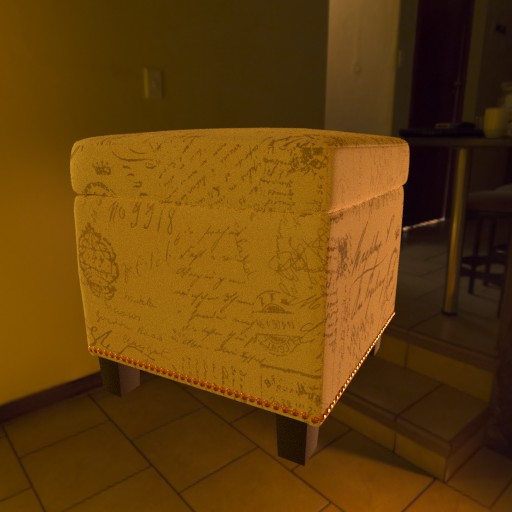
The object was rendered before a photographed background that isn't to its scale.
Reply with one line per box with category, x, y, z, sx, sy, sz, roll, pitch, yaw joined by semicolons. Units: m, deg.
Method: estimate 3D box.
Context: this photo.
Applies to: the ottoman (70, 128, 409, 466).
ottoman;0.000;0.000;0.826;0.449;0.457;0.450;8;17;28
